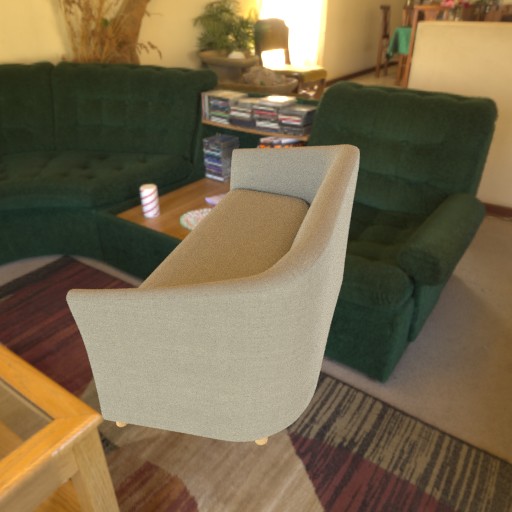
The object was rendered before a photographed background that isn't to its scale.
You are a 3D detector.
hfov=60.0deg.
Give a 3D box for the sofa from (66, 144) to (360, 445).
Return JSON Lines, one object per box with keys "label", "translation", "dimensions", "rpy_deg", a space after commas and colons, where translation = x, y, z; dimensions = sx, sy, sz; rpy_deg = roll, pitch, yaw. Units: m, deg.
{"label": "sofa", "translation": [0.000, 0.000, 1.866], "dimensions": [0.705, 0.721, 1.452], "rpy_deg": [9, 31, 15]}
